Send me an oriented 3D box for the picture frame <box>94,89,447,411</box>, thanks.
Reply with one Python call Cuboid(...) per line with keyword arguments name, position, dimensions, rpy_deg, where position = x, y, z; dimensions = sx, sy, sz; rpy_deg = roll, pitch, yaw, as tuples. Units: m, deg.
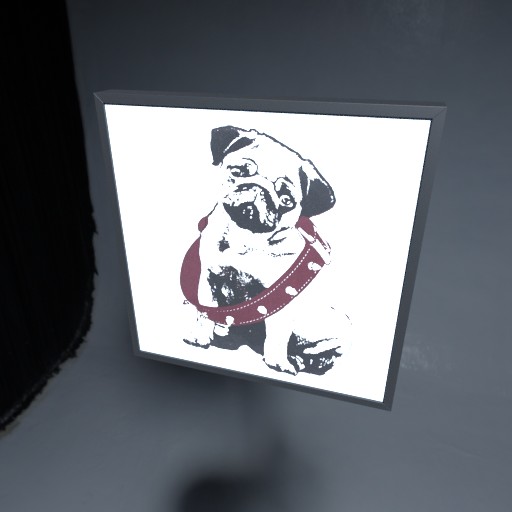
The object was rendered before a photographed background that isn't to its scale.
Cuboid(name="picture frame", position=(0.000, 0.000, 0.467), dimensions=(0.317, 0.317, 0.030), rpy_deg=(8, 28, 15))
